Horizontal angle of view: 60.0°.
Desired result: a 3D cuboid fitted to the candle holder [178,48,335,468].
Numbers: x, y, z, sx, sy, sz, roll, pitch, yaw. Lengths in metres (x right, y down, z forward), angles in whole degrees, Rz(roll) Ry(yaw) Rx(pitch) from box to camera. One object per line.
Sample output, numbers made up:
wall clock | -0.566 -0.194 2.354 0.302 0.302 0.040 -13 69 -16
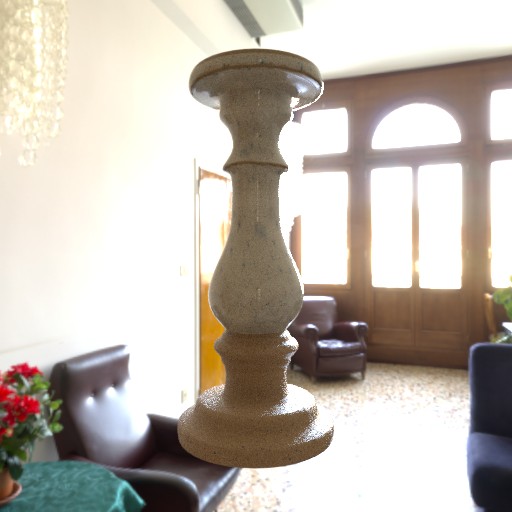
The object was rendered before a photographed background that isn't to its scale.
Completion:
candle holder | 0.000 0.000 0.252 0.088 0.203 0.088 0 0 0
